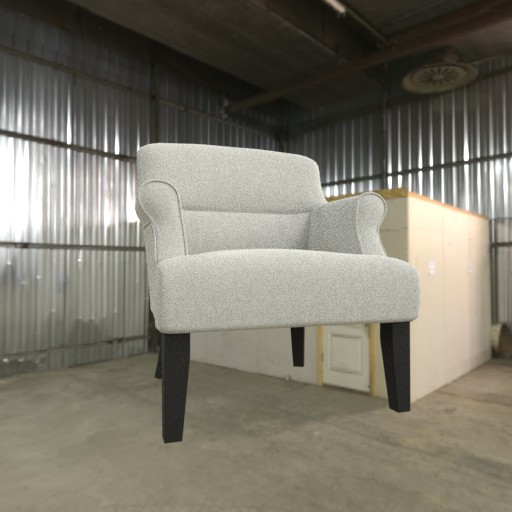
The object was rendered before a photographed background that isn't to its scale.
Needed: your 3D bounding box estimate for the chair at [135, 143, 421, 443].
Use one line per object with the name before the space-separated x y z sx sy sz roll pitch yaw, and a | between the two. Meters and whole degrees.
chair | 0.000 0.000 1.456 0.781 0.875 0.750 0 -1 -19
